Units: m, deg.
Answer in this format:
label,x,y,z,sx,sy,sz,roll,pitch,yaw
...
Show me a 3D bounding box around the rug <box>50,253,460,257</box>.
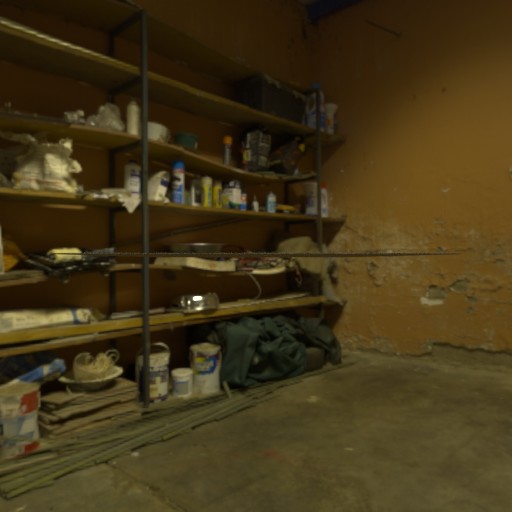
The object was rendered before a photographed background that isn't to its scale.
label,x,y,z,sx,sy,sz,roll,pitch,yaw
rug,0.000,0.000,4.216,2.443,0.007,3.200,0,-1,0
